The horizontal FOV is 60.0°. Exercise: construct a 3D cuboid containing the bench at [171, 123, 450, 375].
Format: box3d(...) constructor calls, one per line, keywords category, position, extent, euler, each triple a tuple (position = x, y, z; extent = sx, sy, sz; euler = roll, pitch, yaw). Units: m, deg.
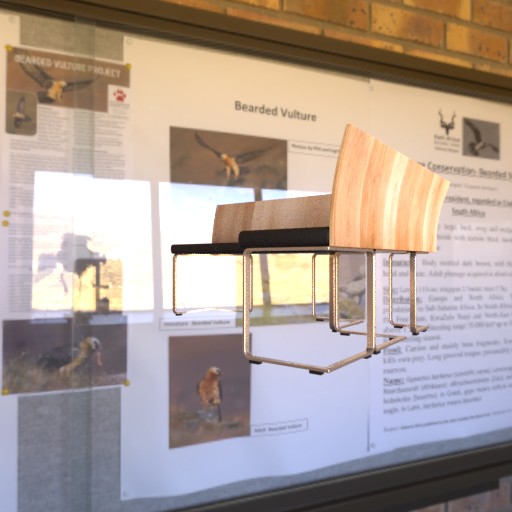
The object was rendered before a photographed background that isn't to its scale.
box3d(category="bench", position=(0.000, 0.000, 2.768), extent=(1.945, 0.930, 1.495), euler=(0, -1, 36))
